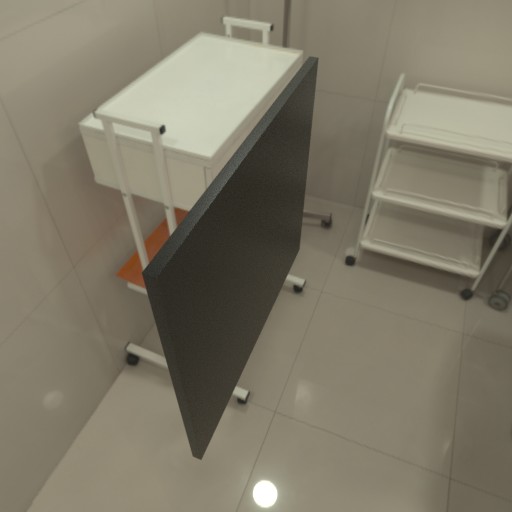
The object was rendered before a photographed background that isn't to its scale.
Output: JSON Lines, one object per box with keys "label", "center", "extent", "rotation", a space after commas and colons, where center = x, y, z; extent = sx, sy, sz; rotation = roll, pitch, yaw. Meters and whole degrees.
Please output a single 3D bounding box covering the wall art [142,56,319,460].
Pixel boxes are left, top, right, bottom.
{"label": "wall art", "center": [0.000, 0.000, 0.536], "extent": [0.012, 0.332, 0.383], "rotation": [16, 48, 15]}
